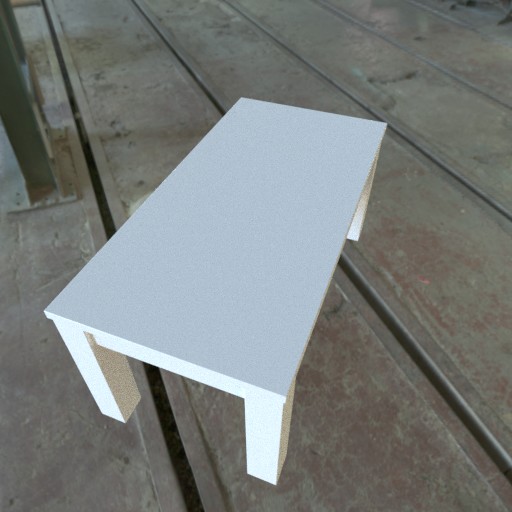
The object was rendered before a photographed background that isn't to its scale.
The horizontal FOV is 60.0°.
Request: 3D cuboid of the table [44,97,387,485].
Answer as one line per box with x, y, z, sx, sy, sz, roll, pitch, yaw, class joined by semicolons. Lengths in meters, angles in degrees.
0.000;0.000;2.314;0.900;0.790;1.800;15;47;15;table
